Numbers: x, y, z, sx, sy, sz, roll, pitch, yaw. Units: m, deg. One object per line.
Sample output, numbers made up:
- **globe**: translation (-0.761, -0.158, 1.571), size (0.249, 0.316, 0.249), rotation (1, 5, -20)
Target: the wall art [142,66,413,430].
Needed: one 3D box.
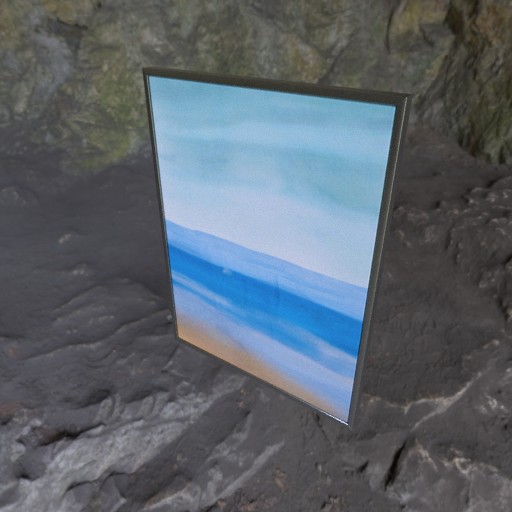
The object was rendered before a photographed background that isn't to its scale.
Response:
- **wall art**: translation (0.000, 0.000, 1.416), size (0.803, 1.062, 0.041), rotation (19, 35, 29)
